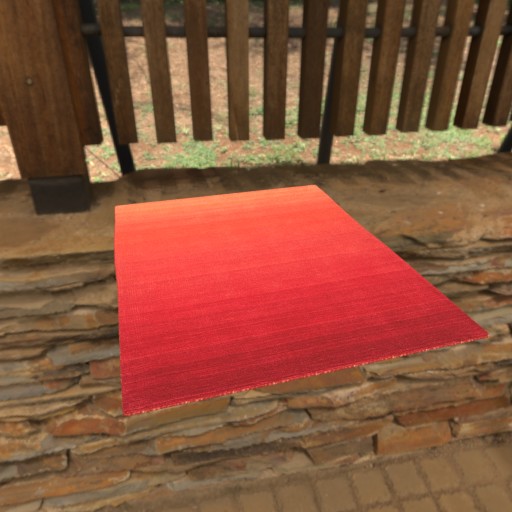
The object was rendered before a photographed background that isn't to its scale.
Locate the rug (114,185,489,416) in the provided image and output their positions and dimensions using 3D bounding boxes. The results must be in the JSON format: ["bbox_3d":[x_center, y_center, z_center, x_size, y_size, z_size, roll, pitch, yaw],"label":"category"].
[{"bbox_3d":[0.000,0.000,3.813,2.340,0.028,2.905,-8,30,-14],"label":"rug"}]
